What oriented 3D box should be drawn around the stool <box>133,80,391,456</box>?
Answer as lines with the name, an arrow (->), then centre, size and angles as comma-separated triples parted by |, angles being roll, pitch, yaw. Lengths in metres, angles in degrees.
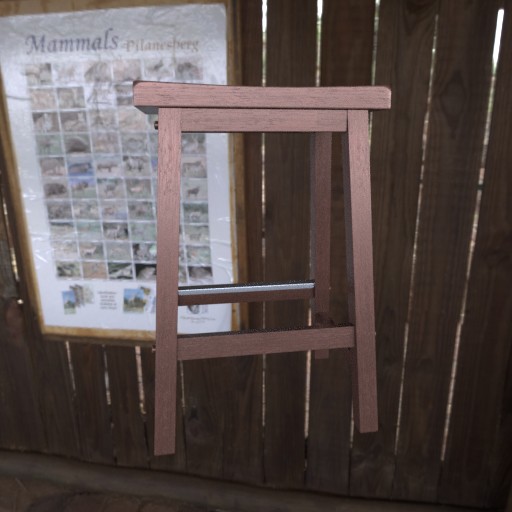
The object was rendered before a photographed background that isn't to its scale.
stool -> 0.000, 0.000, 0.866 | 0.406, 0.610, 0.322 | -2, 15, -9
